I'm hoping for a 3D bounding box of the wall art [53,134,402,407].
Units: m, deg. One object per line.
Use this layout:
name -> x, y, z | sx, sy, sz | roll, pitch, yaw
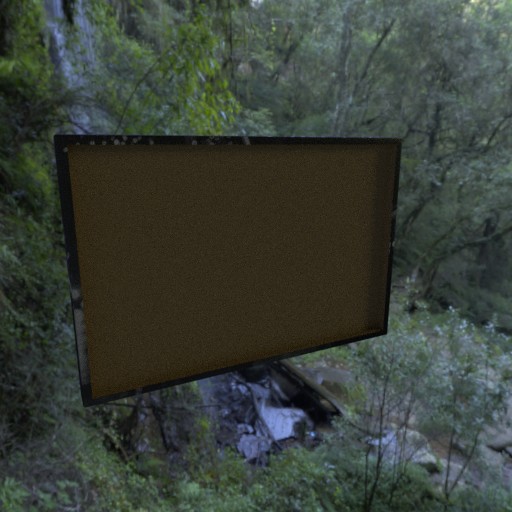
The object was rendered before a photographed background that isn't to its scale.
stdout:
wall art -> 0.000, 0.000, 0.778 | 0.609, 0.406, 0.037 | -7, 16, -26
